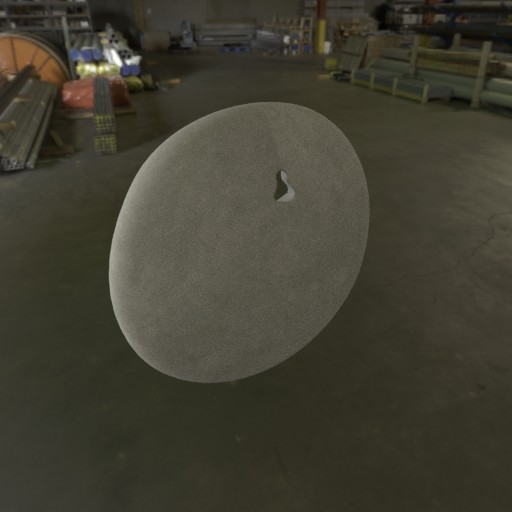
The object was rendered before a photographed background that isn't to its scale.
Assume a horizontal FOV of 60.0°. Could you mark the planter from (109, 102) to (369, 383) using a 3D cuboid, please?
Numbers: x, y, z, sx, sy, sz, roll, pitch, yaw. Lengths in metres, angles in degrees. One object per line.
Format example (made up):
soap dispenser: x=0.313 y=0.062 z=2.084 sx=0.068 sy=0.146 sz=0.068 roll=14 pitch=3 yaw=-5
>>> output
planter: x=0.000 y=0.000 z=0.283 sx=0.185 sy=0.188 sz=0.071 roll=-17 pitch=34 yaw=-28
